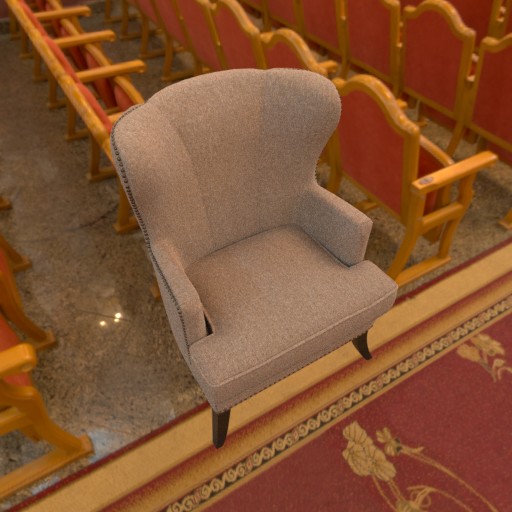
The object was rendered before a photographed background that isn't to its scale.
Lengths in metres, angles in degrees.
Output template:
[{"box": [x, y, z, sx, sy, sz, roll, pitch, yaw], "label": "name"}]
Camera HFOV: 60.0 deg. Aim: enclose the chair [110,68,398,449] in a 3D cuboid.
[{"box": [0.000, 0.000, 1.606, 0.759, 1.060, 0.758, -23, 51, -20], "label": "chair"}]
